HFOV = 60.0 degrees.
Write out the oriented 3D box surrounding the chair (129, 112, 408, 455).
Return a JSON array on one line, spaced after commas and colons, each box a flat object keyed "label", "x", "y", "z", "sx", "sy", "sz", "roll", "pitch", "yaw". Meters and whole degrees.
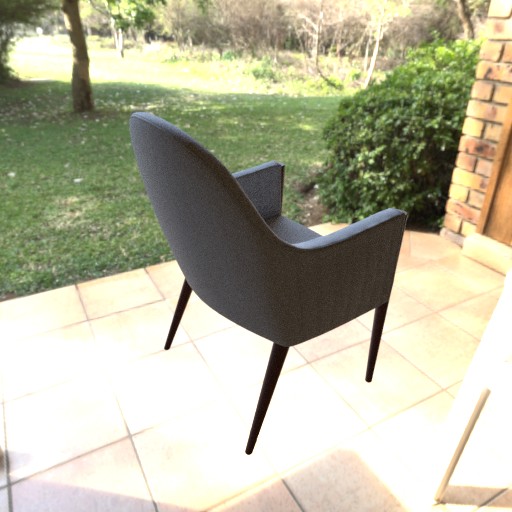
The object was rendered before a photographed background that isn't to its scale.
[{"label": "chair", "x": 0.000, "y": 0.000, "z": 1.333, "sx": 0.620, "sy": 0.889, "sz": 0.610, "roll": -18, "pitch": 34, "yaw": -30}]
